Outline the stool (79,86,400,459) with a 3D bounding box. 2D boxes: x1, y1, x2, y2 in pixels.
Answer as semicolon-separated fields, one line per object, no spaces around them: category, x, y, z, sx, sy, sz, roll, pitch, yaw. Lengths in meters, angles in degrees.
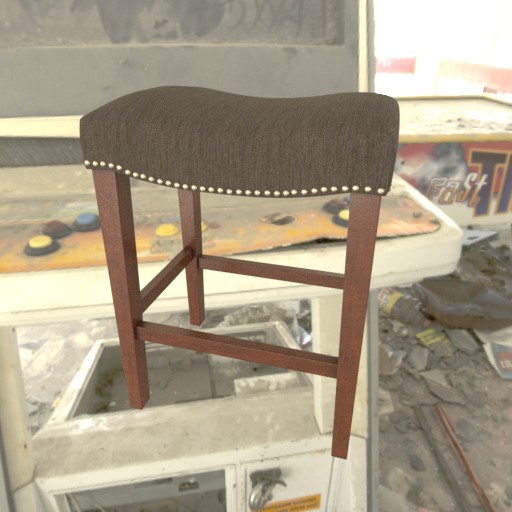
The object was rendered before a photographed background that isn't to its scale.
stool;0.000;0.000;0.937;0.504;0.654;0.372;8;28;15
